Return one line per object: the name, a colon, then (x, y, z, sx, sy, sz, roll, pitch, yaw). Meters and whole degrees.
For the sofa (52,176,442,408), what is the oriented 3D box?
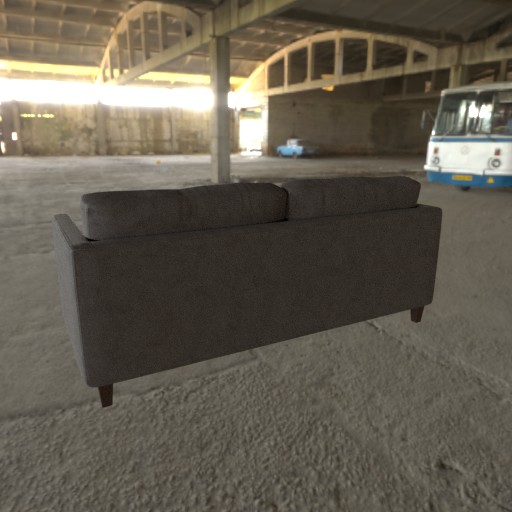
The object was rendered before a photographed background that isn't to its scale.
sofa: (0.000, 0.000, 2.734, 2.208, 0.965, 0.951, -8, 17, -27)
